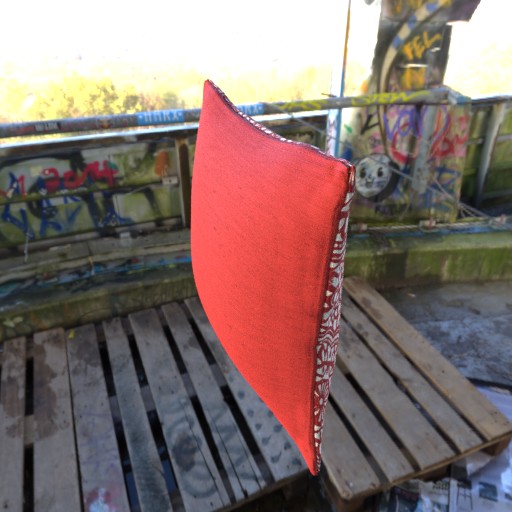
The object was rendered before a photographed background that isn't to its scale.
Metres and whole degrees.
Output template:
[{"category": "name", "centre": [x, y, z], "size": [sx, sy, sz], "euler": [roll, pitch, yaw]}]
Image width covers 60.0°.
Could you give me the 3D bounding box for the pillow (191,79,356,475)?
[{"category": "pillow", "centre": [0.000, 0.000, 0.643], "size": [0.162, 0.419, 0.438], "euler": [-11, 33, -18]}]
